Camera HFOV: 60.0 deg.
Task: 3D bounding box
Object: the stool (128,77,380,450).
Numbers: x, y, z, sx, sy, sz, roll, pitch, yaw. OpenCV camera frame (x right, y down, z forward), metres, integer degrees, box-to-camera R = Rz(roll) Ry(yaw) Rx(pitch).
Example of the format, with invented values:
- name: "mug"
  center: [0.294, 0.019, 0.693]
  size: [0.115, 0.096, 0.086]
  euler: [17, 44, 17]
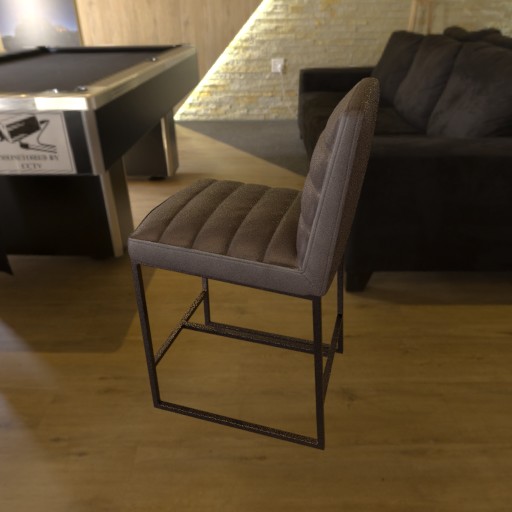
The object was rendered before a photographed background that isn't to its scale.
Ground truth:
- name: "stool"
  center: [0.000, 0.000, 1.276]
  size: [0.562, 0.946, 0.463]
  euler: [8, 30, 15]
